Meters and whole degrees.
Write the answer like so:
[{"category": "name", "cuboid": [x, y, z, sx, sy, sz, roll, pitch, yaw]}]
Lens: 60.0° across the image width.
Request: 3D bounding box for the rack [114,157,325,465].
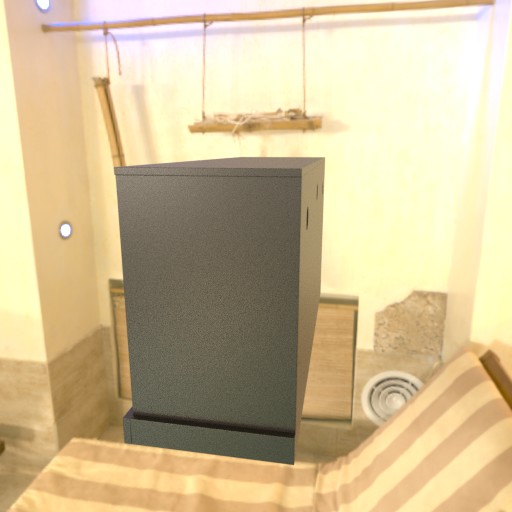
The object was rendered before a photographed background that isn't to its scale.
[{"category": "rack", "cuboid": [0.000, 0.000, 1.505, 0.399, 0.635, 1.206, 3, 14, 10]}]
